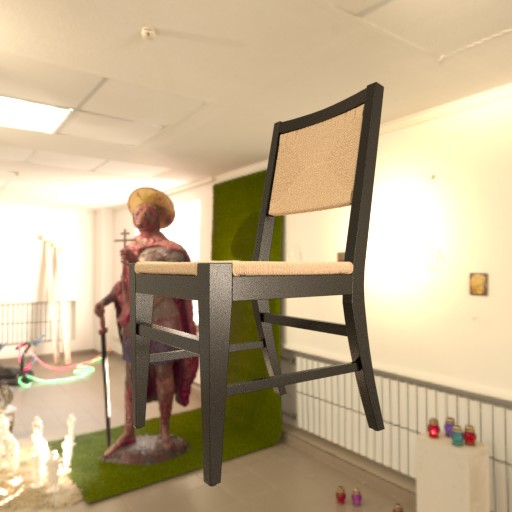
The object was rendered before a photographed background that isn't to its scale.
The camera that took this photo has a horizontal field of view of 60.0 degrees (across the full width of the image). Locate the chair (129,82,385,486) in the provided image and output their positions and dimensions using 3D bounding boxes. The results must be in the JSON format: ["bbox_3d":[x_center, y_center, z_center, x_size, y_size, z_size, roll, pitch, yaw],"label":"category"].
[{"bbox_3d":[0.000,0.000,1.200,0.552,0.927,0.437,1,-1,-36],"label":"chair"}]
